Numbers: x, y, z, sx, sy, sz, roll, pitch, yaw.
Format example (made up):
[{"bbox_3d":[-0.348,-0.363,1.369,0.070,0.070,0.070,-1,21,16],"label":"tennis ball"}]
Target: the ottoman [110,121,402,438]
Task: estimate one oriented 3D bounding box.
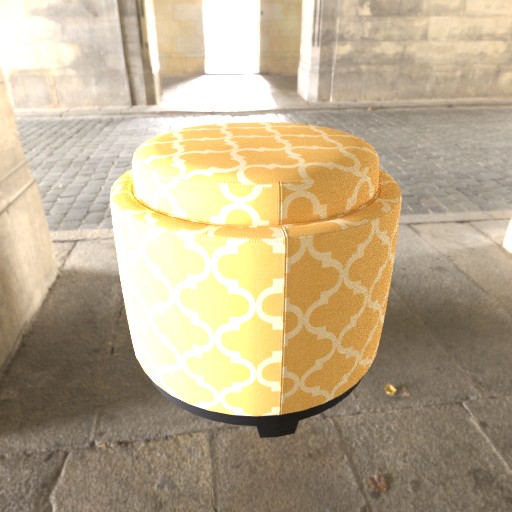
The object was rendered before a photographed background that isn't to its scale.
[{"bbox_3d":[0.000,0.000,0.812,0.480,0.429,0.480,0,27,0],"label":"ottoman"}]
